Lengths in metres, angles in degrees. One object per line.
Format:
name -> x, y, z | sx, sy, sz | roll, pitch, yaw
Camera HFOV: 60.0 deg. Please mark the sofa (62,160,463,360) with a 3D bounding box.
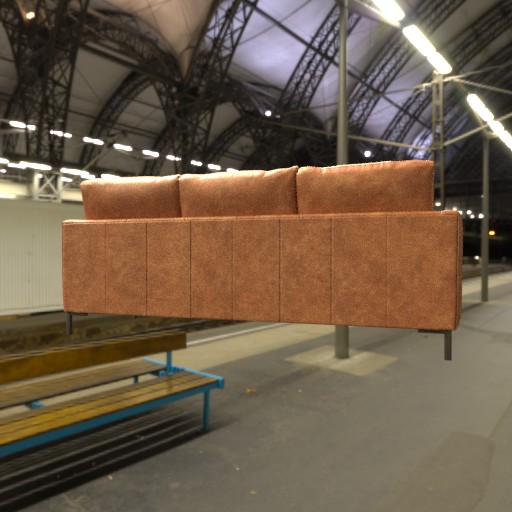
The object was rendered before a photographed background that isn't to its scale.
sofa -> 0.000, 0.000, 2.473 | 2.029, 0.863, 0.748 | 0, 0, 17
